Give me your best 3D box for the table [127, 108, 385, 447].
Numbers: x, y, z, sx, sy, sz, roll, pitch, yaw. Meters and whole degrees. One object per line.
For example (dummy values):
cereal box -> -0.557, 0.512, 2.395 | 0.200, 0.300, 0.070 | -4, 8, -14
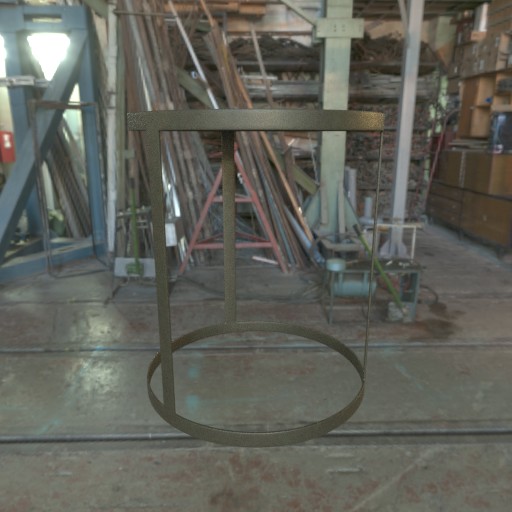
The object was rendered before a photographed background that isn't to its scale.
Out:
table -> 0.000, 0.000, 0.933 | 0.480, 0.565, 0.480 | 0, 15, 0
